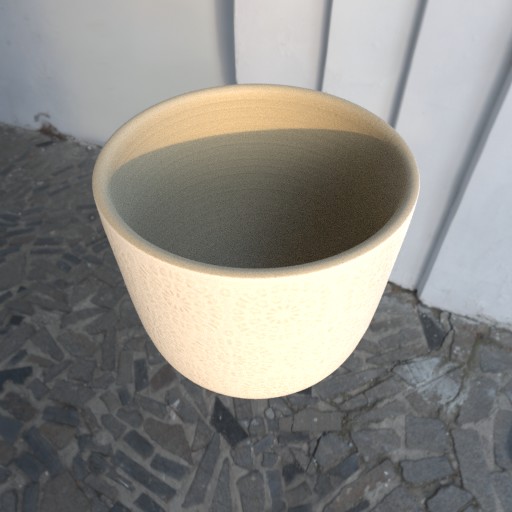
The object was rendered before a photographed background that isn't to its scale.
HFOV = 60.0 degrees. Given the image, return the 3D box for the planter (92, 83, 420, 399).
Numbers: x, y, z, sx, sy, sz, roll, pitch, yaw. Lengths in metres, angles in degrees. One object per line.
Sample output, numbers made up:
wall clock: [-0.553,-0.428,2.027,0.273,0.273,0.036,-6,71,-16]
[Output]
planter: [0.000,0.000,0.357,0.208,0.190,0.208,0,47,0]
